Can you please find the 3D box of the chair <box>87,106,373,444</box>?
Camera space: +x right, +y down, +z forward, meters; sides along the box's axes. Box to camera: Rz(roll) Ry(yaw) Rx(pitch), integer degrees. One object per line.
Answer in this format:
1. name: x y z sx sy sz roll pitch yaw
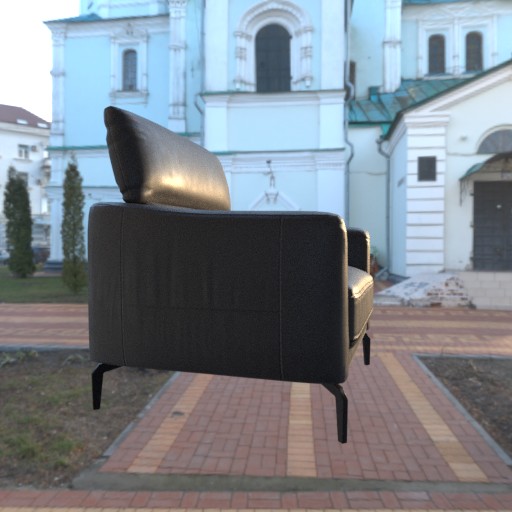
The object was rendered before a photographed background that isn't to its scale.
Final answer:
1. chair: 0.000 0.000 1.643 0.809 0.949 0.976 0 1 18
